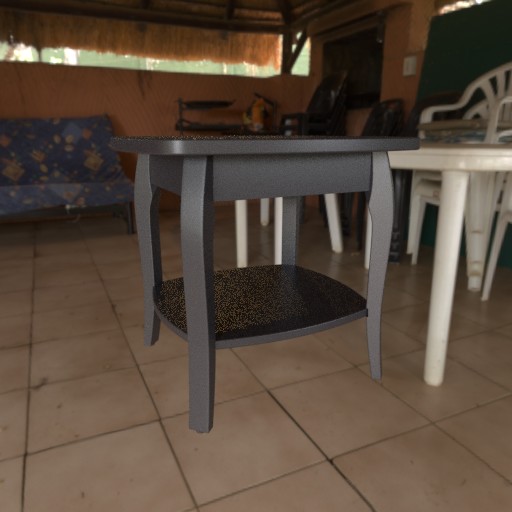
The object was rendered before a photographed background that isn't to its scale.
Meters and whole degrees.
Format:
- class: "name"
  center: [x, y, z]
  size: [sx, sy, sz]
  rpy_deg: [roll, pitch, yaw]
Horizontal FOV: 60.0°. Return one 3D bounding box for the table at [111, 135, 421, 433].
- class: "table"
  center: [0.000, 0.000, 0.880]
  size: [0.508, 0.457, 0.457]
  rpy_deg: [-8, 17, -25]
